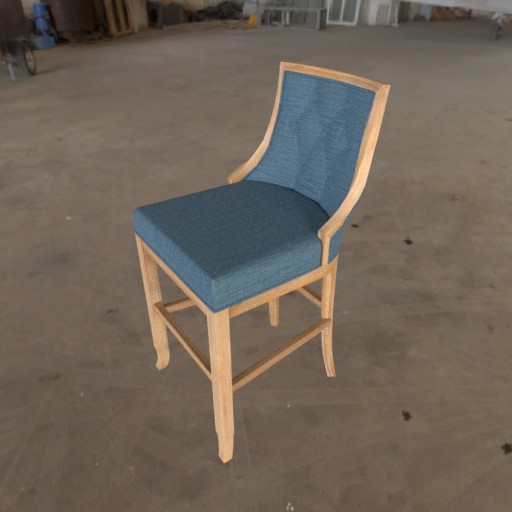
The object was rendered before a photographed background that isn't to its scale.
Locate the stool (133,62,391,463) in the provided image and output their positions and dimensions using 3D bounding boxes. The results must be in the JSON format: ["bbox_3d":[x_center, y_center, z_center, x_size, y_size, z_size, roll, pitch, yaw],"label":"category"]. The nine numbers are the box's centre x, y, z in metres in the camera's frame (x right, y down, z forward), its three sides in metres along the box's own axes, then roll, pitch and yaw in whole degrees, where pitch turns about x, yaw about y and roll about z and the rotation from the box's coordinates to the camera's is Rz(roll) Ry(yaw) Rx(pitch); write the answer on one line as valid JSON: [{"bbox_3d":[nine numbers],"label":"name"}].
[{"bbox_3d":[0.000,0.000,1.477,0.626,1.101,0.524,-21,38,-29],"label":"stool"}]
